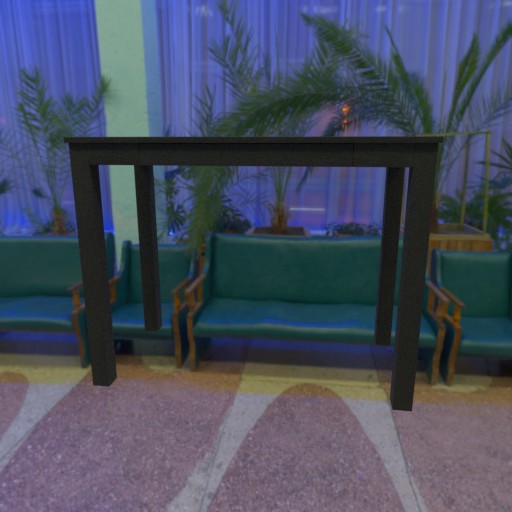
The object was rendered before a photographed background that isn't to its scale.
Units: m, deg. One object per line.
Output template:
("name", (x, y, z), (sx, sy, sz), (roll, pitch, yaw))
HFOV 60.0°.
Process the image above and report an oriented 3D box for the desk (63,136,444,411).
("desk", (0.000, 0.000, 1.475), (0.991, 0.762, 0.499), (2, 15, 8))
